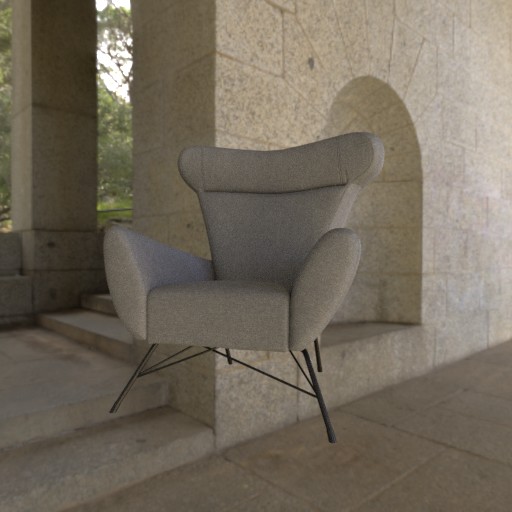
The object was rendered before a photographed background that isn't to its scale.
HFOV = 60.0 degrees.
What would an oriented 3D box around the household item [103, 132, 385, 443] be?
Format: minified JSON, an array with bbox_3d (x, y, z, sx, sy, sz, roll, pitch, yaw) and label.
[{"bbox_3d":[0.000,0.000,1.797,0.980,1.050,0.900,0,1,18],"label":"household item"}]
